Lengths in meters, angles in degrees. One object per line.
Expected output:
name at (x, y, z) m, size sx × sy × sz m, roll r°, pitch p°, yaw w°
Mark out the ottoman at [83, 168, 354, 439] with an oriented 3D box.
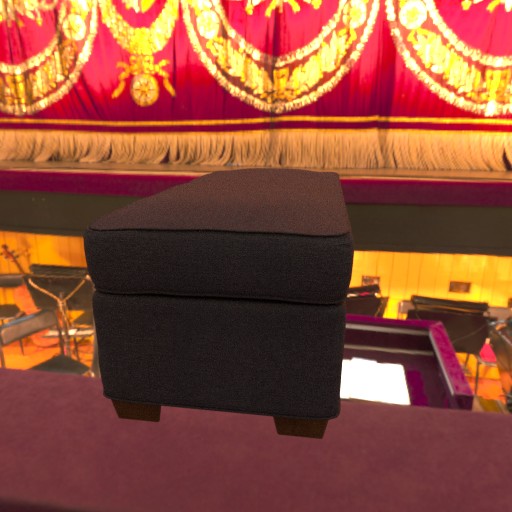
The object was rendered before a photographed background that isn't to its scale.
ottoman at (0.000, 0.000, 1.354) m, size 0.515 × 0.460 × 1.110 m, roll 2°, pitch 16°, yaw 8°
